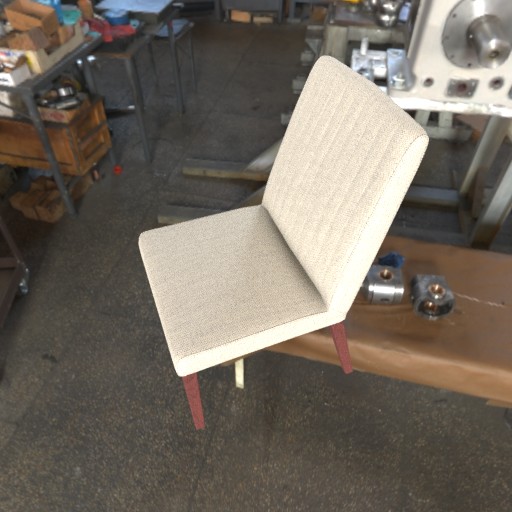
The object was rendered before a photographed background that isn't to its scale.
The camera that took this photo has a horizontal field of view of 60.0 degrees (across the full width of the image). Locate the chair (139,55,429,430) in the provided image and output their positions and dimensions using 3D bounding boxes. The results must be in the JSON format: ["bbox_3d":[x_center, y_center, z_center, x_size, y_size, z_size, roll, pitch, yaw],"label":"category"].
[{"bbox_3d":[0.000,0.000,1.241,0.594,0.900,0.480,-16,48,-15],"label":"chair"}]
